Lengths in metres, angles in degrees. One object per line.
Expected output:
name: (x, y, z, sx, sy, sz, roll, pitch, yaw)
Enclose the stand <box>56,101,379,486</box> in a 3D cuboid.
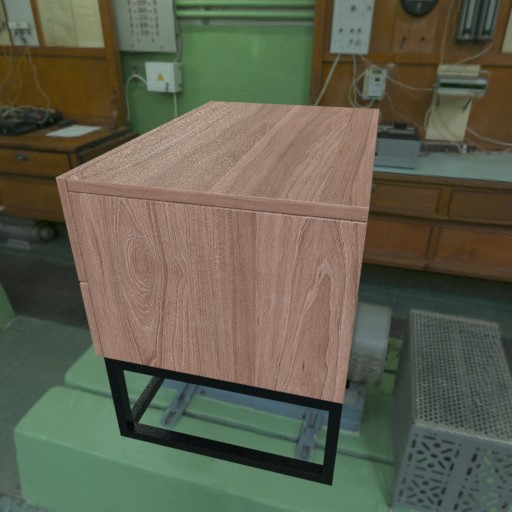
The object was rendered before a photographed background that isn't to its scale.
stand: (0.000, 0.000, 0.917, 0.420, 0.500, 0.600, 7, 30, 13)
